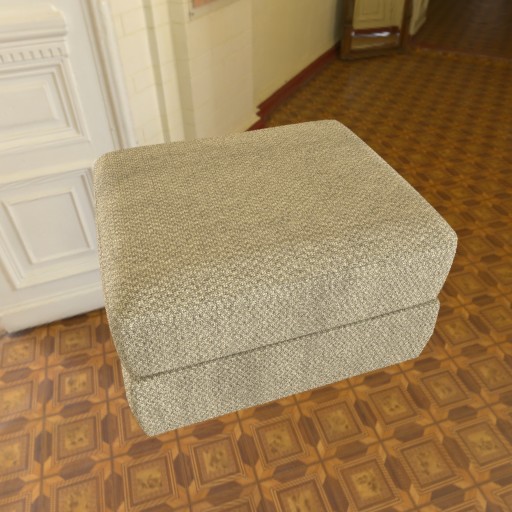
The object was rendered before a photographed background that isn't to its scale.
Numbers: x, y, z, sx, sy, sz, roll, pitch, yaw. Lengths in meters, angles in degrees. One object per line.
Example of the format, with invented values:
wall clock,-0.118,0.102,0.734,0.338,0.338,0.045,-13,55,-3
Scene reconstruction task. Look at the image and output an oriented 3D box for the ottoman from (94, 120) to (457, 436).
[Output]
ottoman,0.000,0.000,1.148,0.751,0.476,0.603,-12,43,-13
